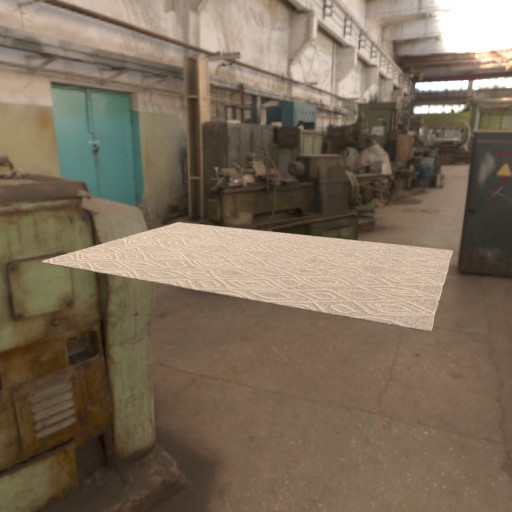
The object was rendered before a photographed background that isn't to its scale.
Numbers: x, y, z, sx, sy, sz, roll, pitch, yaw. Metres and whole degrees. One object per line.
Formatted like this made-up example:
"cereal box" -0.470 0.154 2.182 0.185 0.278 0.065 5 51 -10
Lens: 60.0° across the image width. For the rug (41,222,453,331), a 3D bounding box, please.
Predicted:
"rug" 0.000 0.000 3.082 2.442 0.010 1.546 7 17 25
